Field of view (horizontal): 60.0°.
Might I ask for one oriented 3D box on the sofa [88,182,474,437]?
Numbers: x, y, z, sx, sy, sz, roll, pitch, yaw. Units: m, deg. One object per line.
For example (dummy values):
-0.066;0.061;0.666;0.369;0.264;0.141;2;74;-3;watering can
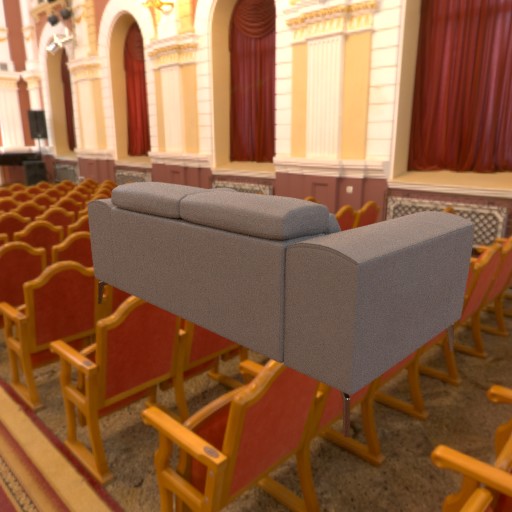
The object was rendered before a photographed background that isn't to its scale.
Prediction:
0.000;0.000;2.389;1.895;0.779;1.003;14;20;43;sofa
